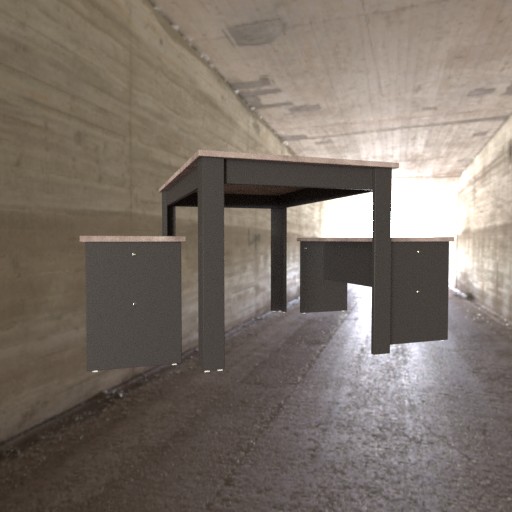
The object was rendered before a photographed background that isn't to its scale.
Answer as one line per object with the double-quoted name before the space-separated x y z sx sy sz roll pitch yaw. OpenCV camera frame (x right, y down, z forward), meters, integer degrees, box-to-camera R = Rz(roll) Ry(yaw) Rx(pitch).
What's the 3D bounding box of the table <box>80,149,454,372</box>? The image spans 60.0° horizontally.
"table" 0.000 0.000 2.015 1.443 0.700 1.100 -1 2 -19
